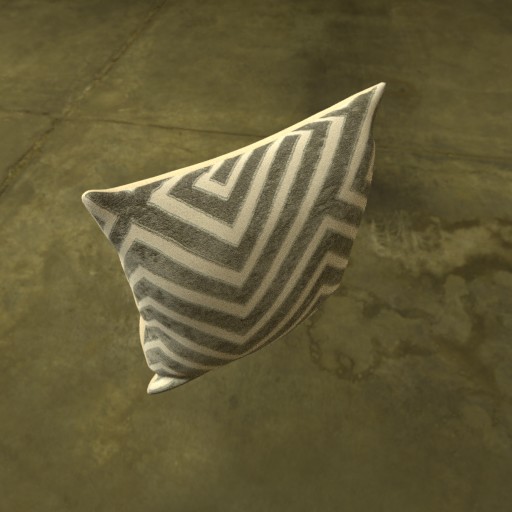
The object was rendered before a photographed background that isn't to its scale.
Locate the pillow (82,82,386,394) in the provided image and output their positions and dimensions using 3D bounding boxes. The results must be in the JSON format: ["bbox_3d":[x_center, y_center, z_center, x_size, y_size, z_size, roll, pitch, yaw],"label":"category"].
[{"bbox_3d":[0.000,0.000,0.677,0.440,0.441,0.182,-28,53,-23],"label":"pillow"}]
